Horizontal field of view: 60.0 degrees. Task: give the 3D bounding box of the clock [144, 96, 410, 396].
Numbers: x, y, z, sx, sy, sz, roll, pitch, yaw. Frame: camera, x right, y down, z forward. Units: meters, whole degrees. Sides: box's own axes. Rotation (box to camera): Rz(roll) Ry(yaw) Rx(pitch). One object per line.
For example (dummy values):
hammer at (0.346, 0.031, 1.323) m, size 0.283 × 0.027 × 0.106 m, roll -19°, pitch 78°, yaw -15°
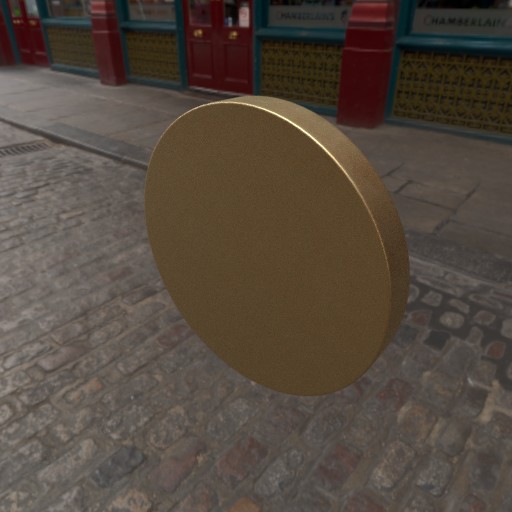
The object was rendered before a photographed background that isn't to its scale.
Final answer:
clock at (0.000, 0.000, 0.464) m, size 0.314 × 0.314 × 0.040 m, roll 22°, pitch 36°, yaw 33°
